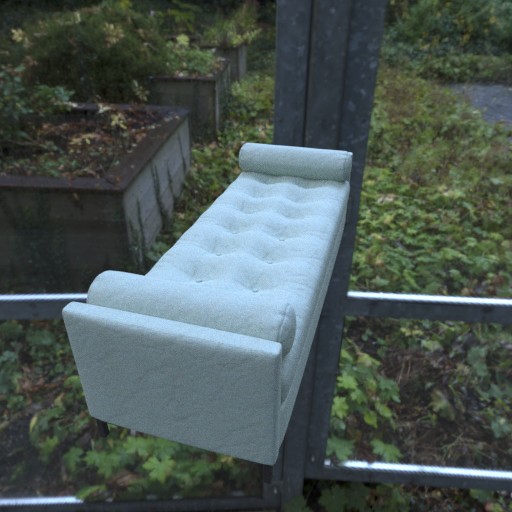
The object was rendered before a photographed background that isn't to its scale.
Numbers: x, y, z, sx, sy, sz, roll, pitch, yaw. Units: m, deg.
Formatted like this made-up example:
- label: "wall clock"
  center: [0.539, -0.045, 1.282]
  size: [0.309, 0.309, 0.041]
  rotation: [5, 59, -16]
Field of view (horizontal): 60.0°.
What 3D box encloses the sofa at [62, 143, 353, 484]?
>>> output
- label: "sofa"
  center: [0.000, 0.000, 2.417]
  size: [0.796, 0.705, 2.102]
  rotation: [9, 32, 14]
